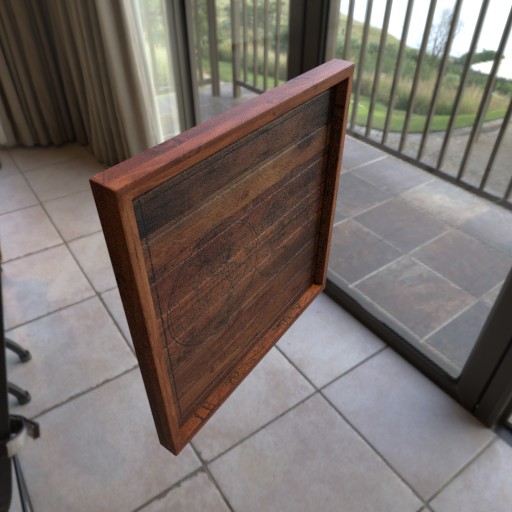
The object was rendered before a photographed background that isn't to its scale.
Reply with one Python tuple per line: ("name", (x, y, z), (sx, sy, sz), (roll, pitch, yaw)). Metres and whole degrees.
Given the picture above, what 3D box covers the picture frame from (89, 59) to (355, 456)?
("picture frame", (0.000, 0.000, 0.518), (0.028, 0.356, 0.352), (25, 45, 27))
